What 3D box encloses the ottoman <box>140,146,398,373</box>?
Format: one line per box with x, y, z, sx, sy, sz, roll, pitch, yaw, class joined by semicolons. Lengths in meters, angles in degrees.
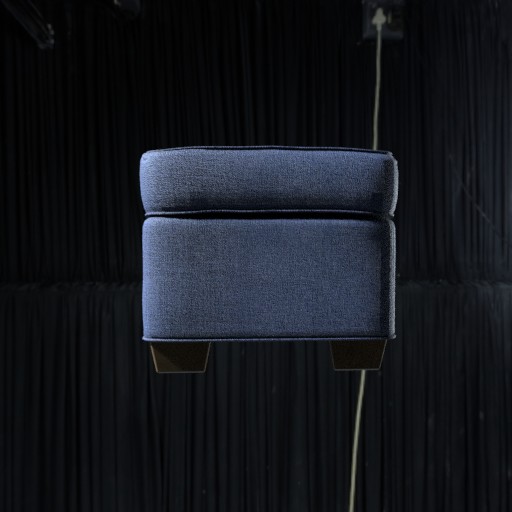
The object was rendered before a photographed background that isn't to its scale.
0.000;0.000;1.384;0.515;0.460;1.110;0;0;-3;ottoman
